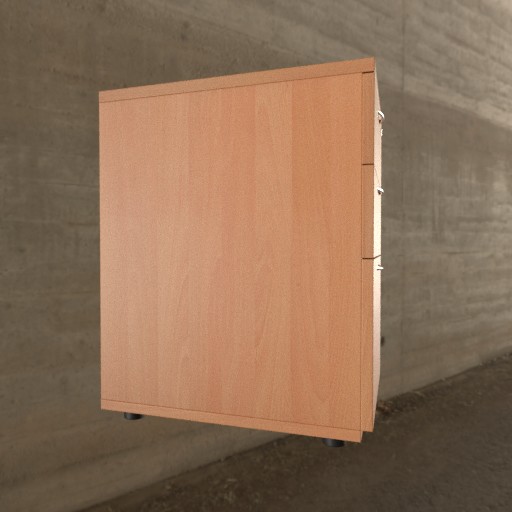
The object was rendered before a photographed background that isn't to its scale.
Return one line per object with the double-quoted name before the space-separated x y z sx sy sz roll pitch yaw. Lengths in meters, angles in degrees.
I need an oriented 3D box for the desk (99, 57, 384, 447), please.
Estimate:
"desk" 0.000 0.000 1.087 0.600 0.730 0.404 0 1 17
